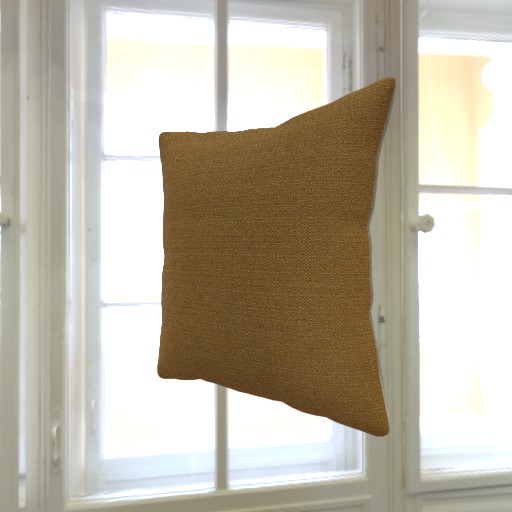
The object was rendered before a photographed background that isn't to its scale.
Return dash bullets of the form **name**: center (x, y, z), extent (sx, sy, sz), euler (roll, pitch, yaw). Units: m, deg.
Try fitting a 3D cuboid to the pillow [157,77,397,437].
- **pillow**: center (0.000, 0.000, 0.664), extent (0.432, 0.437, 0.147), euler (0, 0, 37)
